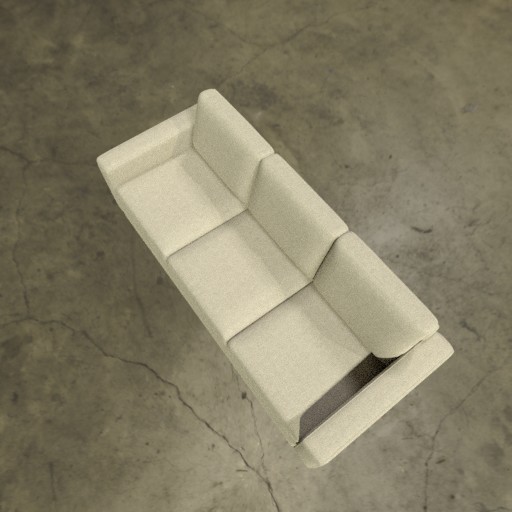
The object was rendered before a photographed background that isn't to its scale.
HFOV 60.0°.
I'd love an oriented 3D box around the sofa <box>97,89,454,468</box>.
[{"bbox_3d":[0.000,0.000,2.602,0.900,0.800,2.160,-34,68,-15],"label":"sofa"}]
